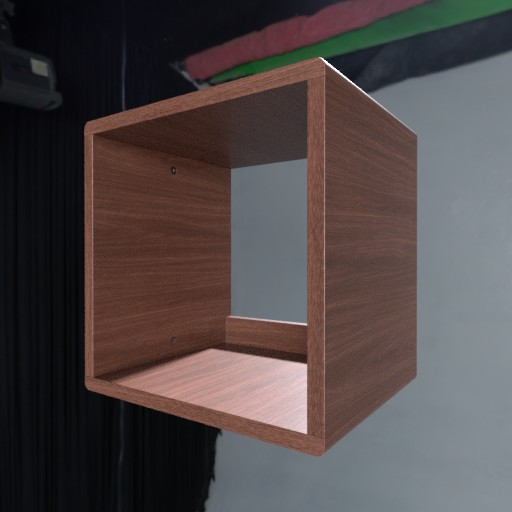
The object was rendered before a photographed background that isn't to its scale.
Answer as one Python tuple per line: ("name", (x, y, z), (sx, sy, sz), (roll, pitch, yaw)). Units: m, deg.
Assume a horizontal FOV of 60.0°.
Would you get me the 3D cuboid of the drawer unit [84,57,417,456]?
("drawer unit", (0.000, 0.000, 0.604), (0.349, 0.351, 0.290), (0, 0, 35))
